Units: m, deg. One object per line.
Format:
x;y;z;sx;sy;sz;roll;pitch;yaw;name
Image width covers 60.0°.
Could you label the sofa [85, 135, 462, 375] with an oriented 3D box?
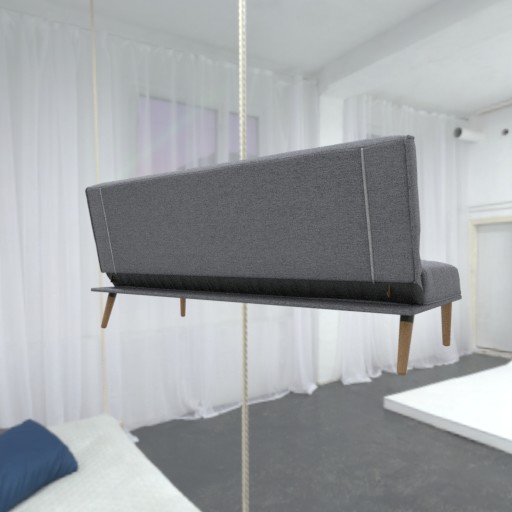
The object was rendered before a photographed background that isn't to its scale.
0.000;0.000;2.291;1.820;0.830;0.810;0;0;36;sofa
